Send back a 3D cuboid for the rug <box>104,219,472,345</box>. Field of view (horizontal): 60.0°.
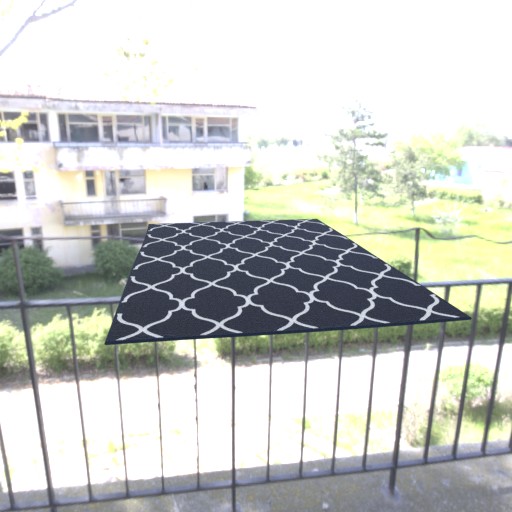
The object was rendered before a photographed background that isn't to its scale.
[{"bbox_3d":[0.000,0.000,2.864,1.526,0.014,2.290,-2,16,-9],"label":"rug"}]
